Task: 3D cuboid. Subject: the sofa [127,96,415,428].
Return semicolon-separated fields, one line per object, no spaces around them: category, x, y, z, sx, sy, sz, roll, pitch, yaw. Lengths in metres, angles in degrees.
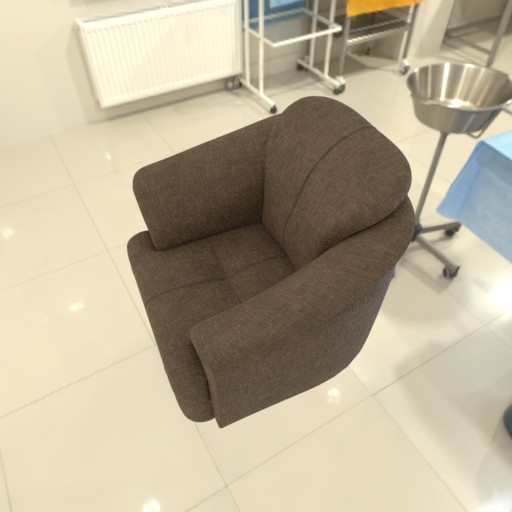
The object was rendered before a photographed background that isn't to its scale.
sofa;0.000;0.000;1.498;0.794;0.811;0.870;-18;49;-16
